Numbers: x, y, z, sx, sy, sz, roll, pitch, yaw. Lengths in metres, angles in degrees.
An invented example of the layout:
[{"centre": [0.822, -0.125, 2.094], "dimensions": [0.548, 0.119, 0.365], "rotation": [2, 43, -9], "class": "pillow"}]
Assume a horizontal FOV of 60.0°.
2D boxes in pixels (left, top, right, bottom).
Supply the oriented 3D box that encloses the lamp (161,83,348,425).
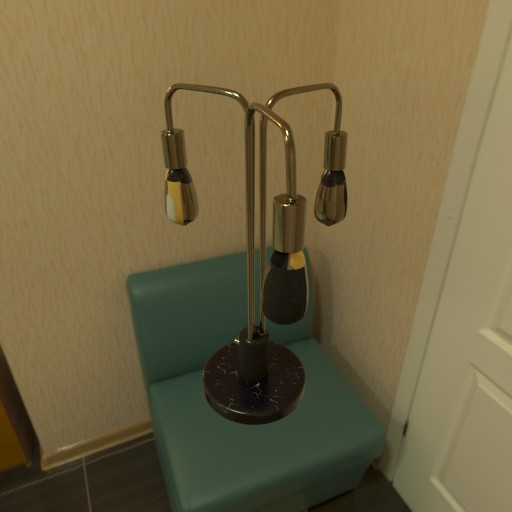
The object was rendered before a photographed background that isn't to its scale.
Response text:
[{"centre": [0.000, 0.000, 0.783], "dimensions": [0.368, 0.560, 0.355], "rotation": [21, 37, 31], "class": "lamp"}]
